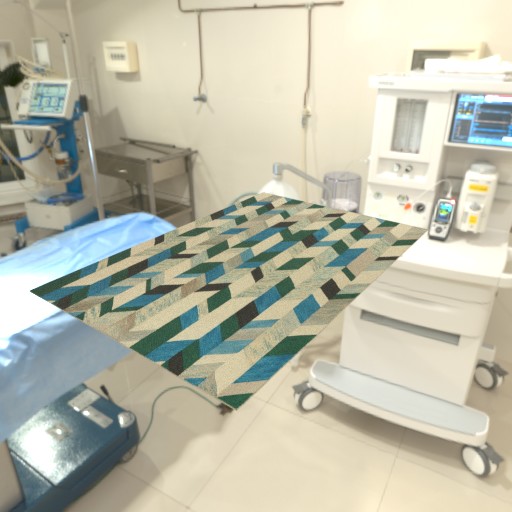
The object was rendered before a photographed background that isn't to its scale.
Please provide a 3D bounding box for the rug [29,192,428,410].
[{"bbox_3d":[0.000,0.000,2.343,1.229,0.005,1.827,18,31,33],"label":"rug"}]
